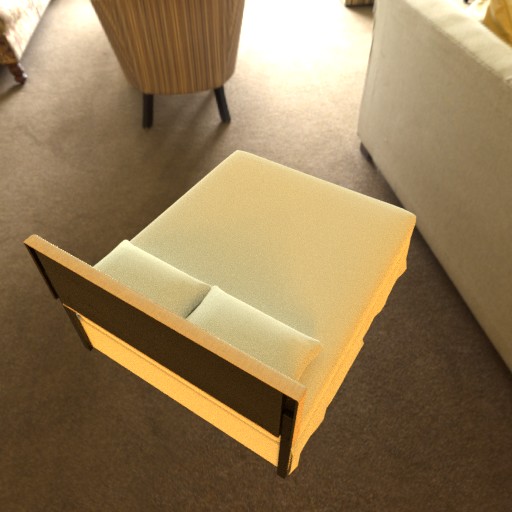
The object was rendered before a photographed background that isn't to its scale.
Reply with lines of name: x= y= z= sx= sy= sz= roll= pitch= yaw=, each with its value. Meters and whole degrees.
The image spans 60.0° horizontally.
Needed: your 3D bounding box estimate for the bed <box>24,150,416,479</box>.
bed: x=0.000 y=0.000 z=2.841 sx=1.616 sy=1.016 sz=1.876 roll=25 pitch=52 yaw=21
